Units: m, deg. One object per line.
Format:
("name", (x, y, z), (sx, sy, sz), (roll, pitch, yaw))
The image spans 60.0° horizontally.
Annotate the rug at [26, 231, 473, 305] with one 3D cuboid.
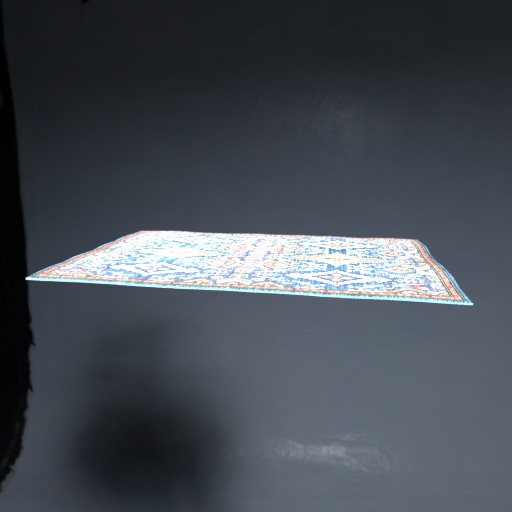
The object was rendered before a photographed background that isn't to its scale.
("rug", (0.000, 0.000, 2.345), (1.847, 0.014, 1.195), (2, 14, 10))
